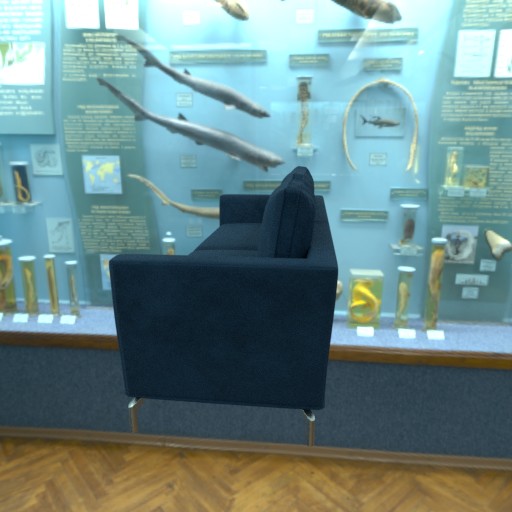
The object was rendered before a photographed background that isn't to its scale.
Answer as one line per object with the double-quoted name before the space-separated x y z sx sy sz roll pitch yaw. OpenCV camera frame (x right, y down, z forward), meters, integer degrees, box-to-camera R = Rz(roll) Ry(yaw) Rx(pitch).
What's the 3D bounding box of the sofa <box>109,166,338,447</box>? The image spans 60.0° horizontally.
"sofa" 0.000 0.000 2.701 0.853 0.998 2.212 2 14 7
